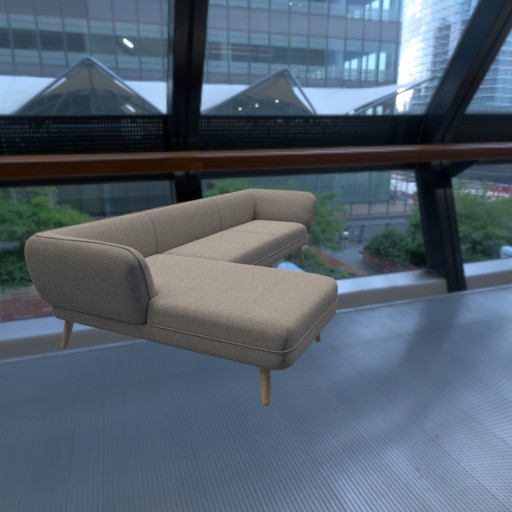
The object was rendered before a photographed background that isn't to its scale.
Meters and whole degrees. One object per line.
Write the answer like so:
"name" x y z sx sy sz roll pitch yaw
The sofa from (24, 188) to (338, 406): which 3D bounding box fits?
"sofa" 0.000 0.000 3.272 1.532 0.693 2.653 7 16 25
